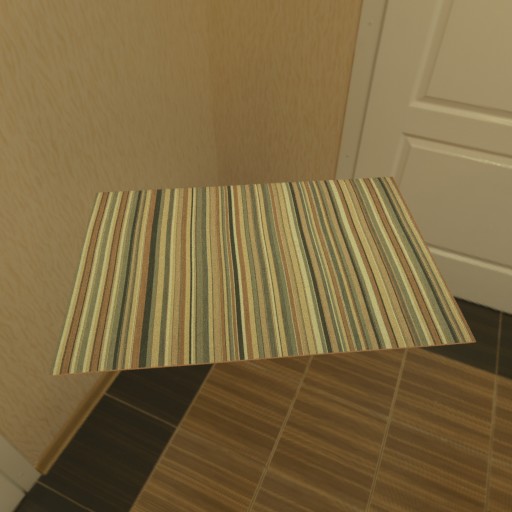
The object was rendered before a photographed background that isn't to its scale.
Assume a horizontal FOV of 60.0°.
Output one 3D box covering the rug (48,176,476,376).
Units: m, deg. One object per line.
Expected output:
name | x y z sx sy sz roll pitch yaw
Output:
rug | 0.000 0.000 2.302 1.829 0.008 1.219 -4 46 -4
